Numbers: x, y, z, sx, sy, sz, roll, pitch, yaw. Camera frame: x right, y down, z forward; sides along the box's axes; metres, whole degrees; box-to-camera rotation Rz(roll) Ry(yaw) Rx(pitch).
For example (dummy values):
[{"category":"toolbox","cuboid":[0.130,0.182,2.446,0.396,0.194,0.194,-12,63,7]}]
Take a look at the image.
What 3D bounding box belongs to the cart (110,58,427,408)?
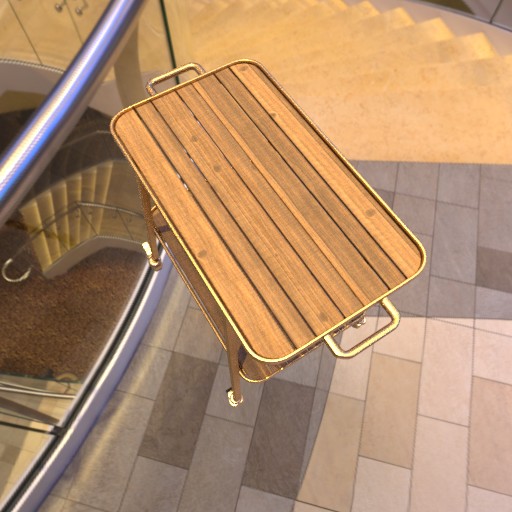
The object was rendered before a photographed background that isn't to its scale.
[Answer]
[{"category":"cart","cuboid":[0.000,0.000,1.256,0.524,0.700,0.806,-29,68,-13]}]
